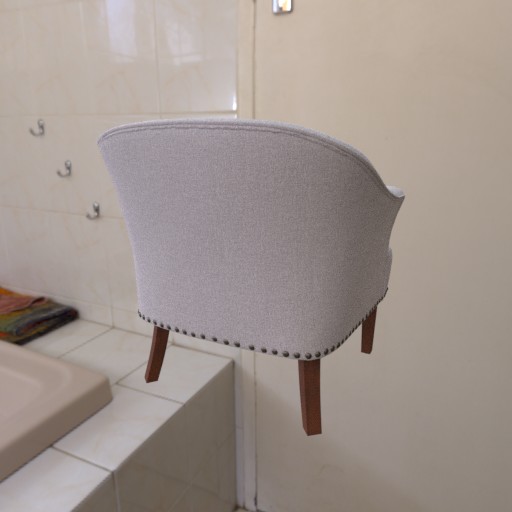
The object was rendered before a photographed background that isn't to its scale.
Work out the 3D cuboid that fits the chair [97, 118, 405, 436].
[{"bbox_3d":[0.000,0.000,1.395,0.798,0.815,0.704,8,18,27],"label":"chair"}]
